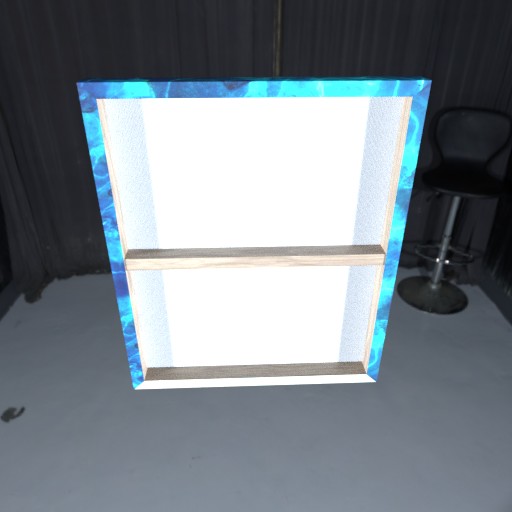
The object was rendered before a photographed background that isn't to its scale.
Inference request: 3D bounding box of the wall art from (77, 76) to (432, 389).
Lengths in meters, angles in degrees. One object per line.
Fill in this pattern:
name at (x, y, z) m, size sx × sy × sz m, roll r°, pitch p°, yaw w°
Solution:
wall art at (0.000, 0.000, 0.679) m, size 0.432 × 0.508 × 0.038 m, roll -1°, pitch 29°, yaw -2°
